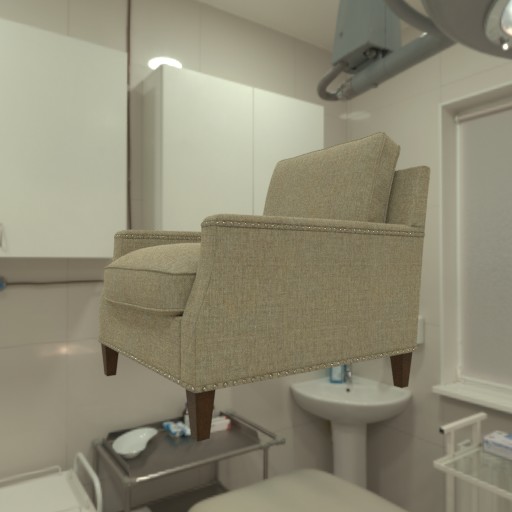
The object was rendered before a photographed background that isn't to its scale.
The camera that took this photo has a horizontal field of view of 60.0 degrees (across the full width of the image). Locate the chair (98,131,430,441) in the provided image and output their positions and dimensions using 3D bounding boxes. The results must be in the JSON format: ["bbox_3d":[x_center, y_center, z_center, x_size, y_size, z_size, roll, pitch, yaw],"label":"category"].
[{"bbox_3d":[0.000,0.000,1.705,1.014,0.943,0.853,0,-1,-35],"label":"chair"}]
